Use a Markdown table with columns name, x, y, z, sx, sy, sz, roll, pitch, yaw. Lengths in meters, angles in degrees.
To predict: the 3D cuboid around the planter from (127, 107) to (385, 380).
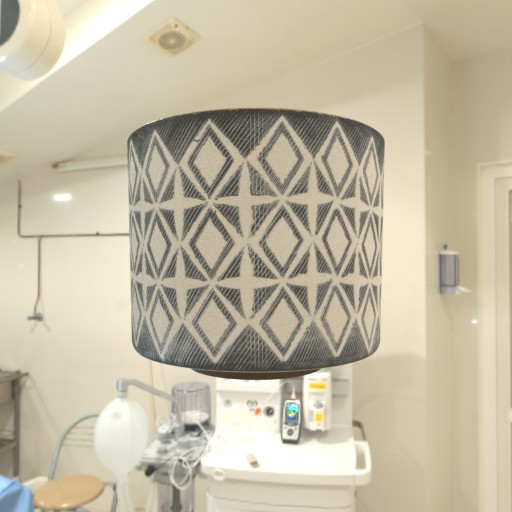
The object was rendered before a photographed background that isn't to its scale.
| name | x | y | z | sx | sy | sz | roll | pitch | yaw |
| --- | --- | --- | --- | --- | --- | --- | --- | --- | --- |
| planter | 0.000 | 0.000 | 0.343 | 0.192 | 0.165 | 0.192 | 0 | -1 | 0 |
